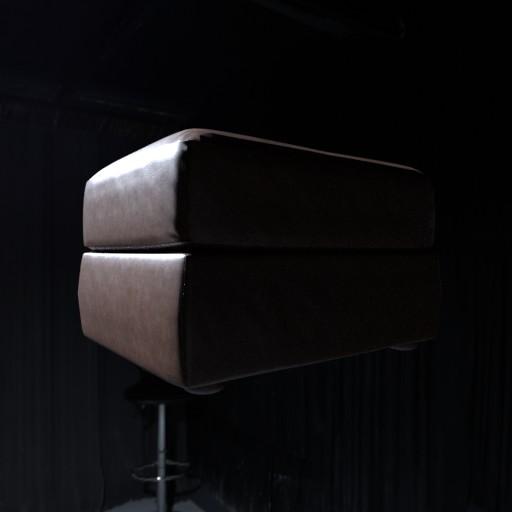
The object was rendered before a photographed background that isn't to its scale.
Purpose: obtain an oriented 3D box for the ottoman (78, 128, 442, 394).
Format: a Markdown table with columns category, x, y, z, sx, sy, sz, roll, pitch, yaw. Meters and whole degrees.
| category | x | y | z | sx | sy | sz | roll | pitch | yaw |
| --- | --- | --- | --- | --- | --- | --- | --- | --- | --- |
| ottoman | 0.000 | 0.000 | 1.136 | 0.751 | 0.476 | 0.603 | 0 | 1 | -36 |
